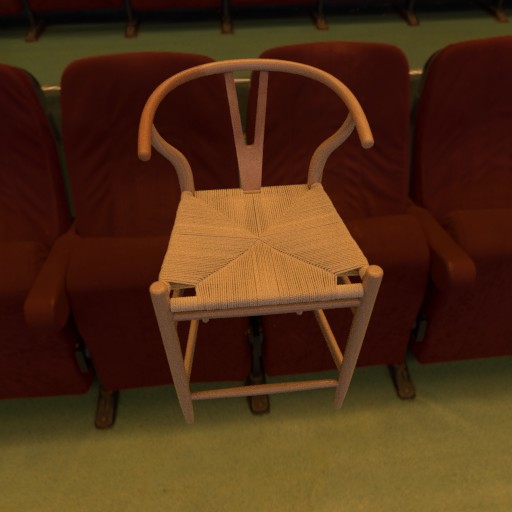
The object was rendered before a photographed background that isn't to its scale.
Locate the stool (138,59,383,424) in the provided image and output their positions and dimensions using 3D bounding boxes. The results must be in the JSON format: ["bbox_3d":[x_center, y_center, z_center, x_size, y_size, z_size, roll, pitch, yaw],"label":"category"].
[{"bbox_3d":[0.000,0.000,1.305,0.536,0.923,0.575,-4,46,-4],"label":"stool"}]
